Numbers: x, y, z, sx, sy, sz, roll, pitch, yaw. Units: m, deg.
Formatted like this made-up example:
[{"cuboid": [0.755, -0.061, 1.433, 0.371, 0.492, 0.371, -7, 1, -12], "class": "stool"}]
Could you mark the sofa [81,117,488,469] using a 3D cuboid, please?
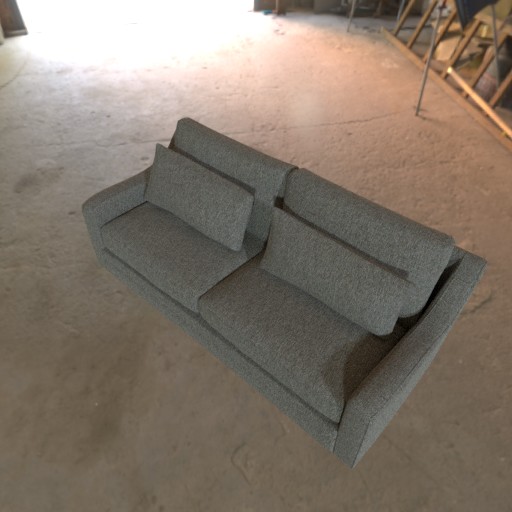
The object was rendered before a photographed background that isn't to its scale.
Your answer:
[{"cuboid": [0.000, 0.000, 2.900, 2.418, 0.998, 1.103, 32, 54, 27], "class": "sofa"}]
